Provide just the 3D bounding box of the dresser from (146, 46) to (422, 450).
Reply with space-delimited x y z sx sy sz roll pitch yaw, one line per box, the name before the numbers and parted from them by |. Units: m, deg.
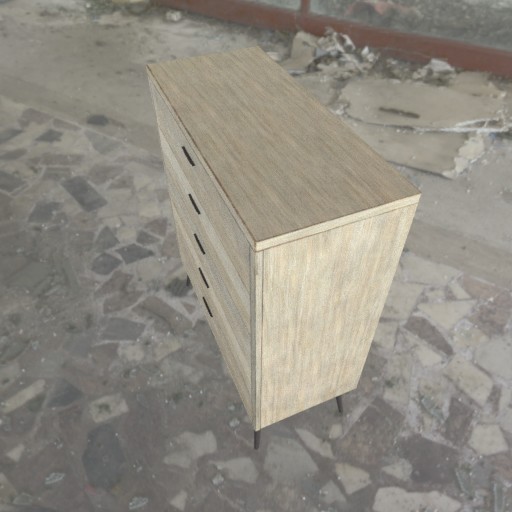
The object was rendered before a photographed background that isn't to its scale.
dresser | 0.000 0.000 1.786 0.457 1.219 1.016 -17 48 -16
